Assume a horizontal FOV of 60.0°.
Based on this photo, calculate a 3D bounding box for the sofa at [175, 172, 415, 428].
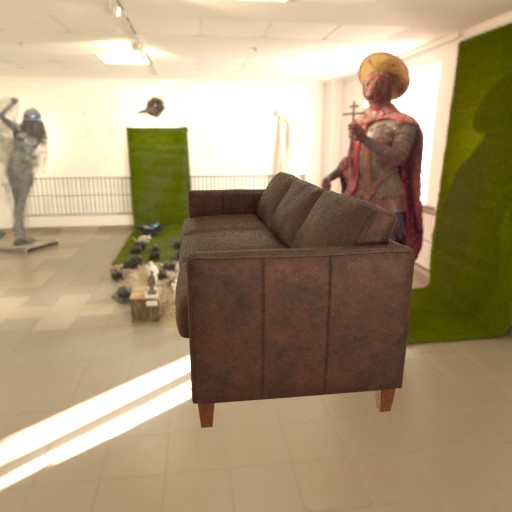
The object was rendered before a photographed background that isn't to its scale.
[{"bbox_3d":[0.000,0.000,3.054,1.045,1.006,2.464,-2,15,-8],"label":"sofa"}]
